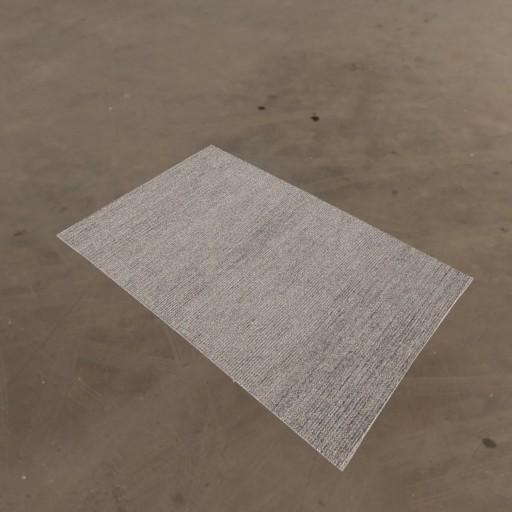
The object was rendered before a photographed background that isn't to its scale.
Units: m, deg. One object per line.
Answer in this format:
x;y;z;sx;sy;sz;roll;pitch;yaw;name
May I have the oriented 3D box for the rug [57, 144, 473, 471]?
0.000;0.000;2.246;1.804;0.022;1.162;32;54;27;rug
